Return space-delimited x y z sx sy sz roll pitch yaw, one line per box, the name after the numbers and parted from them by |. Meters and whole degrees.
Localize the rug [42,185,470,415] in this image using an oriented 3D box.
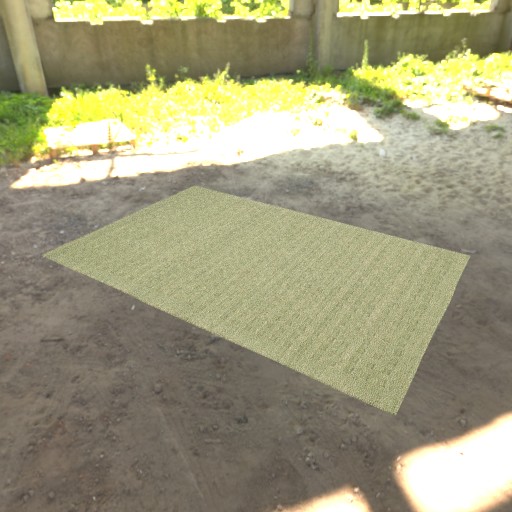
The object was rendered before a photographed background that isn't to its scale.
0.000 0.000 2.150 1.747 0.006 1.143 18 34 29 | rug
